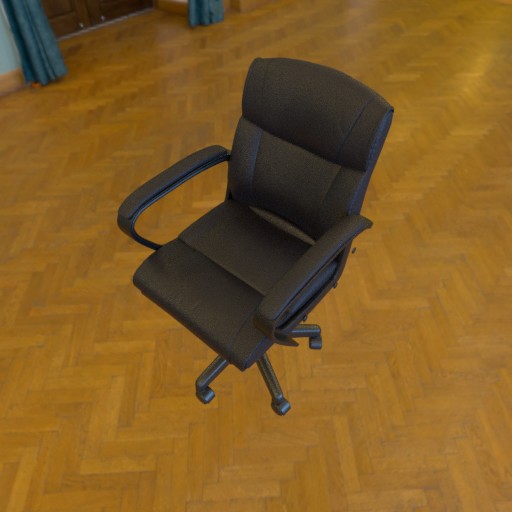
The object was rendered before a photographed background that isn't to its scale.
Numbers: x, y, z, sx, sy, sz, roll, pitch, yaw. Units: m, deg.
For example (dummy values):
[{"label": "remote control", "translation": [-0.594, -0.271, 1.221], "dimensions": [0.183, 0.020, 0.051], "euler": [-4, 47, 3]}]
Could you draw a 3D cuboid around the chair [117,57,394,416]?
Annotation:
[{"label": "chair", "translation": [0.000, 0.000, 1.391], "dimensions": [0.576, 0.998, 0.641], "euler": [32, 55, 26]}]
